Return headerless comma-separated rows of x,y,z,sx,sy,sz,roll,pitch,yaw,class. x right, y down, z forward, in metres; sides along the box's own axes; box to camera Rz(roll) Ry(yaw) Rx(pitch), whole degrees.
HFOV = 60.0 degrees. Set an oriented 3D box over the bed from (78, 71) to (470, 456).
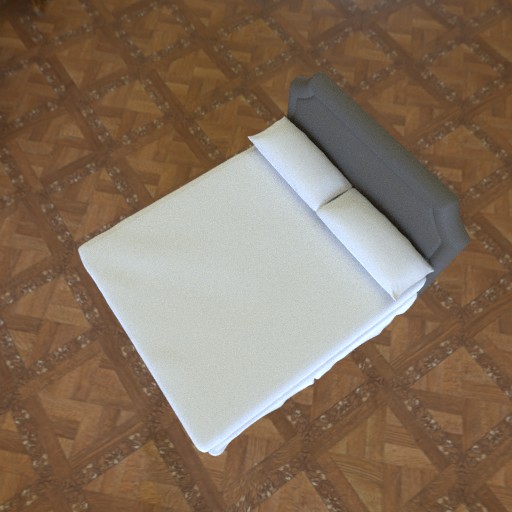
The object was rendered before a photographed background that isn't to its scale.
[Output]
0.000,0.000,3.852,2.536,1.561,2.194,-33,69,-14,bed
